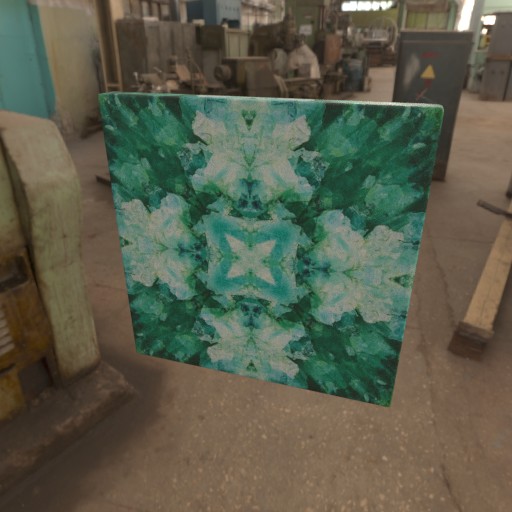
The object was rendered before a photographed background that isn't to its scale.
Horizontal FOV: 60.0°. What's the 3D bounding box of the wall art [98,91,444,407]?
[{"bbox_3d":[0.000,0.000,0.752,0.507,0.508,0.038,8,28,15],"label":"wall art"}]
